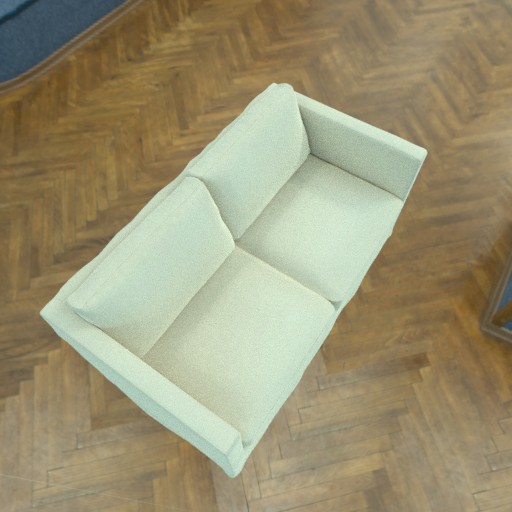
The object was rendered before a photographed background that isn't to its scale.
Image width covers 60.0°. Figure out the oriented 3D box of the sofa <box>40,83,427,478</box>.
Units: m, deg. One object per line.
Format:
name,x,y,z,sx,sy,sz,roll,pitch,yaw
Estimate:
sofa,0.000,0.000,2.238,0.962,0.834,1.746,30,64,17
